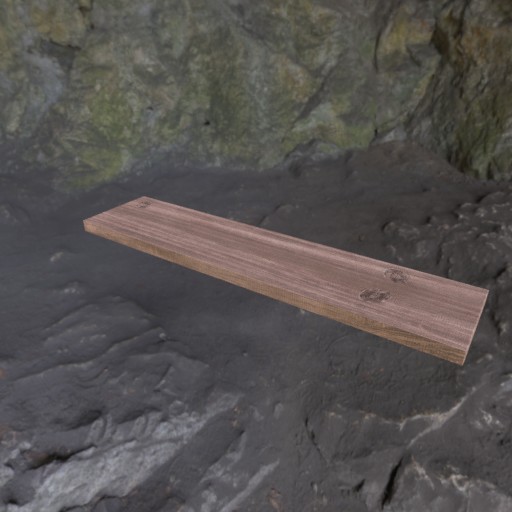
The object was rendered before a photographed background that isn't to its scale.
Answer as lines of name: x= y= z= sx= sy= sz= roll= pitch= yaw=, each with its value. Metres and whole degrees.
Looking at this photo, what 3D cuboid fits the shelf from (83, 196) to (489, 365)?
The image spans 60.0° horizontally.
shelf: x=0.000 y=0.000 z=0.659 sx=0.610 sy=0.020 sz=0.140 roll=17 pitch=33 yaw=29
